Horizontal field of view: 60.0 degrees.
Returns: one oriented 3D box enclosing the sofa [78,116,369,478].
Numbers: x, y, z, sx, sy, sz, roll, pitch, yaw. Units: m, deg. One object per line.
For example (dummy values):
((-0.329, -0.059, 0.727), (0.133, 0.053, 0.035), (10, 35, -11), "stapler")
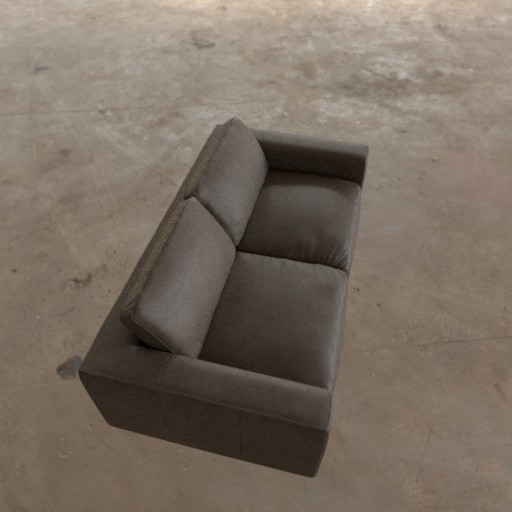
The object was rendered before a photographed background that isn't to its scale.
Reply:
((0.000, 0.000, 2.455), (1.070, 0.800, 1.920), (11, 49, 9), "sofa")
